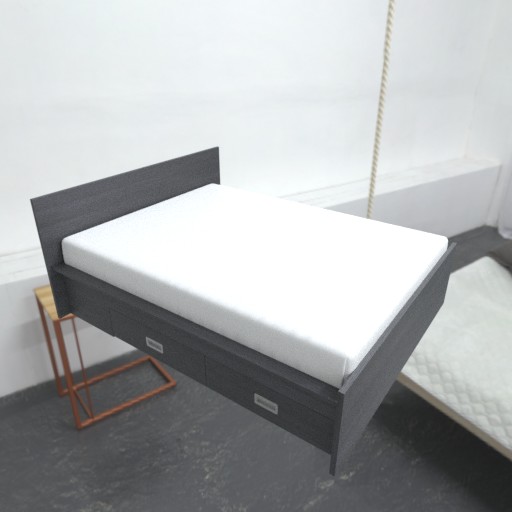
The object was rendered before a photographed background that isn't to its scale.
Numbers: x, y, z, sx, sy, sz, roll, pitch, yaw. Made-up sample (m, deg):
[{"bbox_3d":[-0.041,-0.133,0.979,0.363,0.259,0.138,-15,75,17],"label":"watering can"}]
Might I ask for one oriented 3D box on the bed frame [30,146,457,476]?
[{"bbox_3d":[0.000,0.000,2.742,1.960,0.800,1.622,18,32,31],"label":"bed frame"}]
